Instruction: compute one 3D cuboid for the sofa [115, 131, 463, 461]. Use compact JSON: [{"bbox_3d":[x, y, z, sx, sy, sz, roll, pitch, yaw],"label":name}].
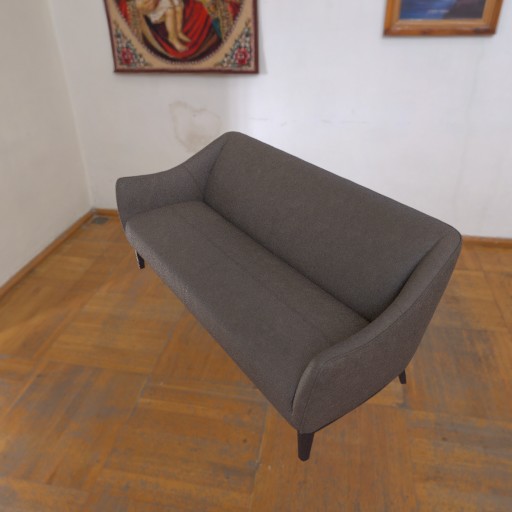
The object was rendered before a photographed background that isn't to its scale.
[{"bbox_3d":[0.000,0.000,2.377,0.869,0.831,1.928,-20,37,-29],"label":"sofa"}]
